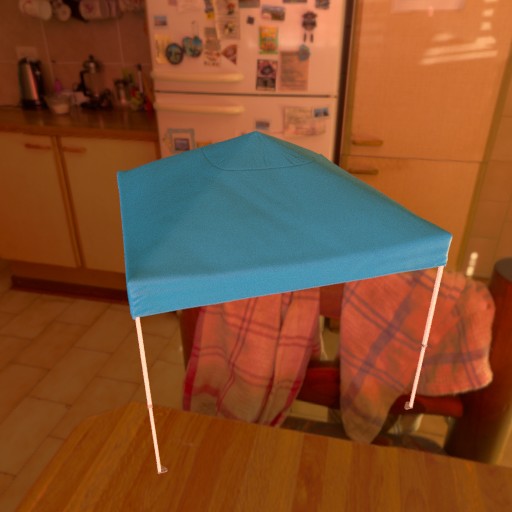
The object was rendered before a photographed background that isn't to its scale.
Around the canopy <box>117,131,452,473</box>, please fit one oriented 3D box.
[{"bbox_3d":[0.000,0.000,5.389,2.996,2.997,2.998,-8,29,-15],"label":"canopy"}]
